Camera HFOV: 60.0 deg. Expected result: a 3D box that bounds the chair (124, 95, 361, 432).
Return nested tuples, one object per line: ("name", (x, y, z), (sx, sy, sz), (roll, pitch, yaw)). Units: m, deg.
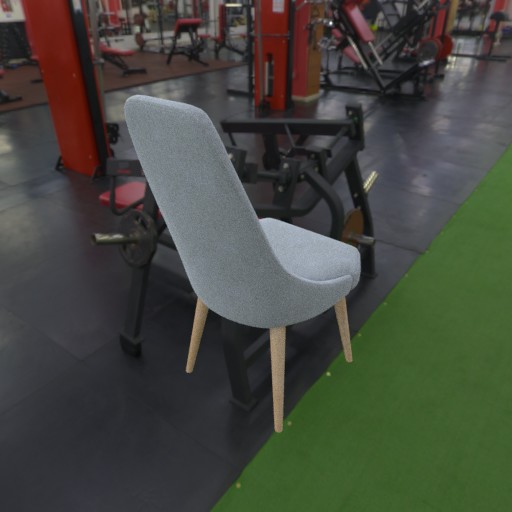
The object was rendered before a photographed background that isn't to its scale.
("chair", (0.000, 0.000, 1.383), (0.510, 1.040, 0.660), (23, 38, 33))
